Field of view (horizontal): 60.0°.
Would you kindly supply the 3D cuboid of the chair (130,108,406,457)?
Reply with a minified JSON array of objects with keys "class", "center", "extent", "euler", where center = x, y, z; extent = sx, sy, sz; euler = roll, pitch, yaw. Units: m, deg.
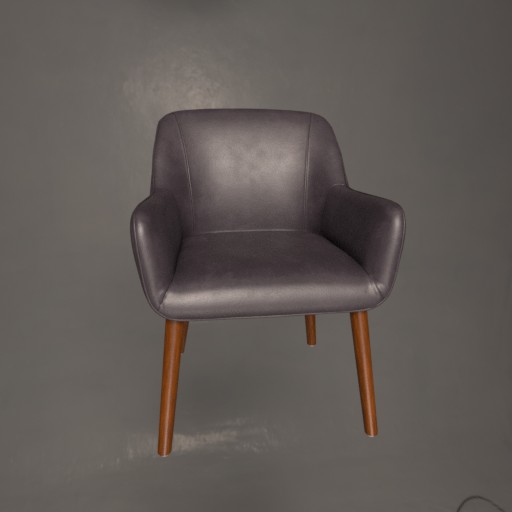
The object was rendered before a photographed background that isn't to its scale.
[{"class":"chair","center":[0.000,0.000,1.263],"extent":[0.610,0.828,0.610],"euler":[-2,15,-8]}]
